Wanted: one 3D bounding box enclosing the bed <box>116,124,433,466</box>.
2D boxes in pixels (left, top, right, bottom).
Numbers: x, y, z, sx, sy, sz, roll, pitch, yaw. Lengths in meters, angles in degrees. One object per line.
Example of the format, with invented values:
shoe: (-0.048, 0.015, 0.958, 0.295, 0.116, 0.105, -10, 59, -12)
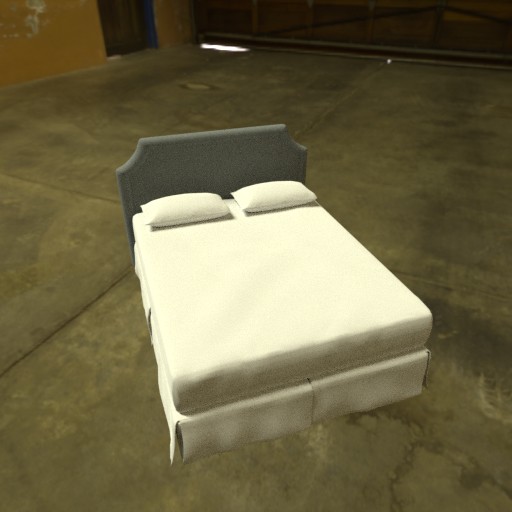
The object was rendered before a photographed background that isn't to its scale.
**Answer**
bed: (0.000, 0.000, 3.393, 1.811, 1.296, 2.259, -11, 34, -16)
